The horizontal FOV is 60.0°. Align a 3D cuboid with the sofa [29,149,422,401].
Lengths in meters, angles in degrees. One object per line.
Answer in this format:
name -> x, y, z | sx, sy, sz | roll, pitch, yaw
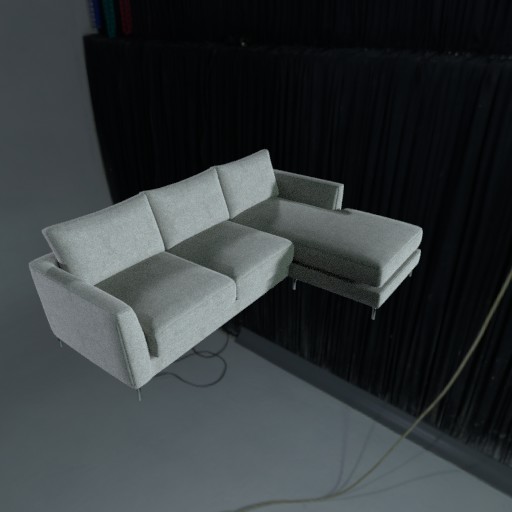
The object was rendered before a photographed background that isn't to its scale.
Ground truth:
sofa -> 0.000, 0.000, 3.125 | 1.626, 0.864, 2.438 | 19, 34, 32
